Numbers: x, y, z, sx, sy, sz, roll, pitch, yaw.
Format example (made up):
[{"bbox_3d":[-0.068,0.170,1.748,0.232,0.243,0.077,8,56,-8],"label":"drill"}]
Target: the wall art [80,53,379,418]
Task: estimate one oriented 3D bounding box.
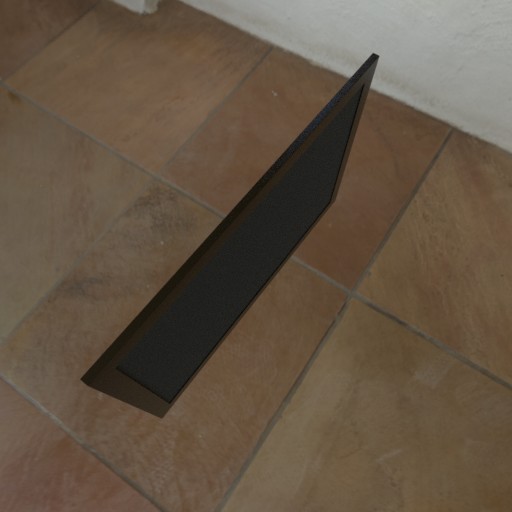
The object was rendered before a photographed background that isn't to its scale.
[{"bbox_3d":[0.000,0.000,0.824,0.013,0.447,0.660,34,70,15],"label":"wall art"}]
